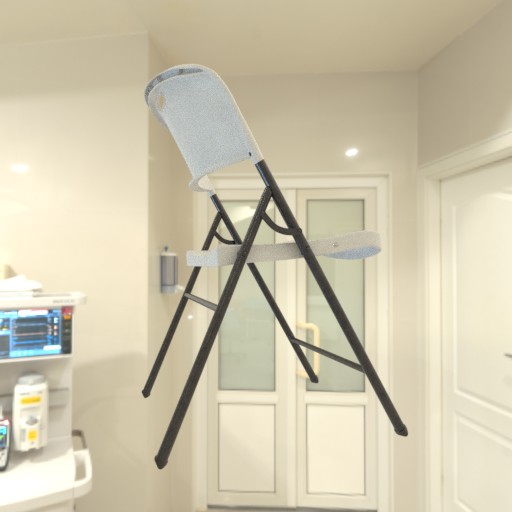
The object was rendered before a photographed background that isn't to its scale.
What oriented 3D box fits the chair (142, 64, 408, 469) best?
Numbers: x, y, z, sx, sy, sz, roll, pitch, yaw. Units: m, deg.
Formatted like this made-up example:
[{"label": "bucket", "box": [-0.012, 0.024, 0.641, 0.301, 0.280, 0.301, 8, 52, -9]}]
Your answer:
[{"label": "chair", "box": [0.000, 0.000, 1.145, 0.566, 0.810, 0.494, 0, -1, -17]}]
